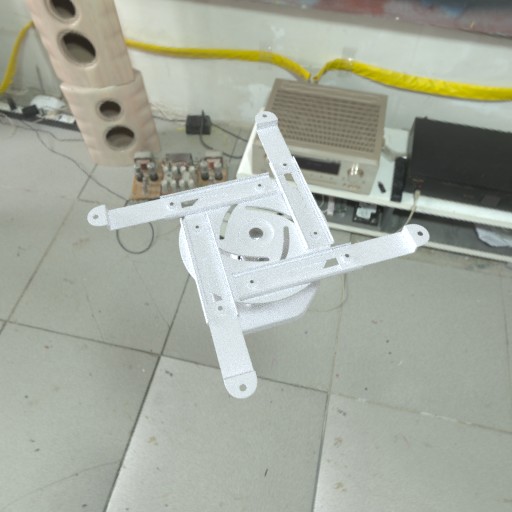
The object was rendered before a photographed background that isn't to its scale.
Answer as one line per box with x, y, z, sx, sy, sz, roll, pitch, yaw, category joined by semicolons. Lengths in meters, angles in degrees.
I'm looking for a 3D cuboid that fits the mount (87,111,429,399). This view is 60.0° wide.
0.000;0.000;0.602;0.394;0.141;0.394;-14;59;-9;mount
